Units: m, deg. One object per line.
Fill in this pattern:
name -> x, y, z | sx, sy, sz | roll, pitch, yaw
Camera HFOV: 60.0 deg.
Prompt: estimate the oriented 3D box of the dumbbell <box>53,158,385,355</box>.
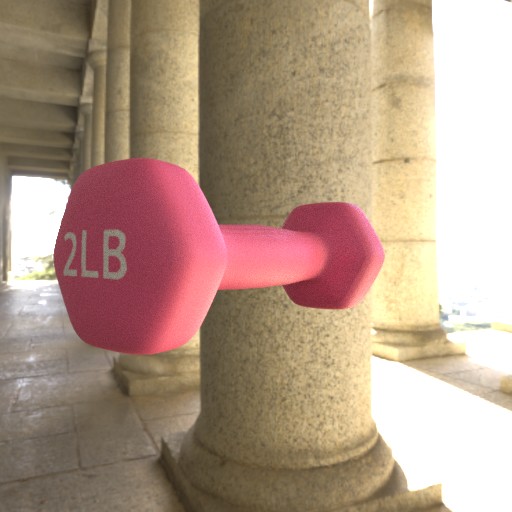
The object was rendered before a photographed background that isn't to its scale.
dumbbell -> 0.000, 0.000, 0.173 | 0.058, 0.053, 0.146 | 0, 0, 37
